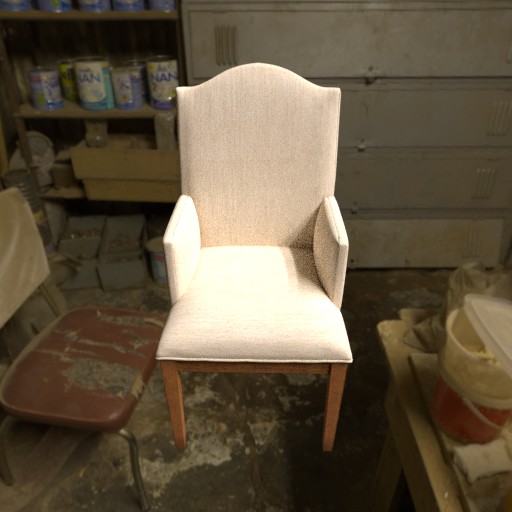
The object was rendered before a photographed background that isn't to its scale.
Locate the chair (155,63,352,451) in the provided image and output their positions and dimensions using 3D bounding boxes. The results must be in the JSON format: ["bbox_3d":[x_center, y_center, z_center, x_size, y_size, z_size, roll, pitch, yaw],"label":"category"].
[{"bbox_3d":[0.000,0.000,1.367,0.533,1.016,0.641,1,32,1],"label":"chair"}]
